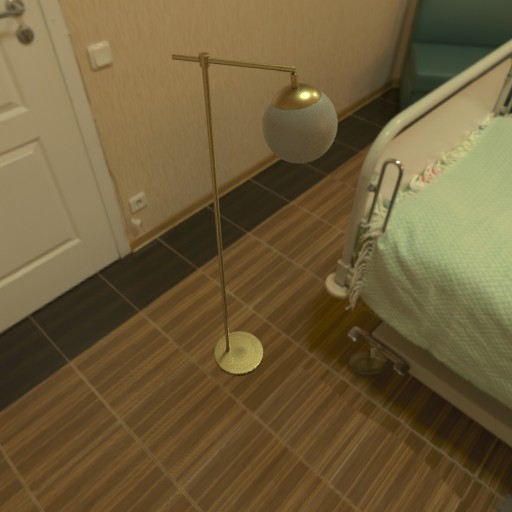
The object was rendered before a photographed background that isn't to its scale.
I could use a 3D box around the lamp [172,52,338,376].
[{"bbox_3d":[0.000,0.000,1.719,0.476,1.505,0.249,10,47,10],"label":"lamp"}]
